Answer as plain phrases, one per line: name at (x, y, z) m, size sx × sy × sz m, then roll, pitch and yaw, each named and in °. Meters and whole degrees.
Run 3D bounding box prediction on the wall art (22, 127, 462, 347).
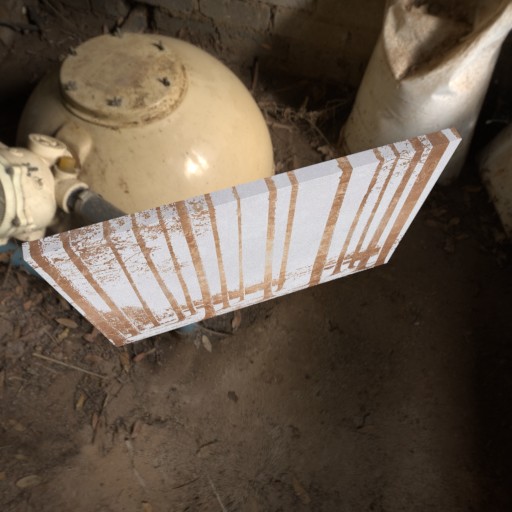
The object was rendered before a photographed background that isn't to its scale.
wall art at (0.000, 0.000, 1.160) m, size 0.914 × 0.609 × 0.035 m, roll -16°, pitch 64°, yaw -8°
